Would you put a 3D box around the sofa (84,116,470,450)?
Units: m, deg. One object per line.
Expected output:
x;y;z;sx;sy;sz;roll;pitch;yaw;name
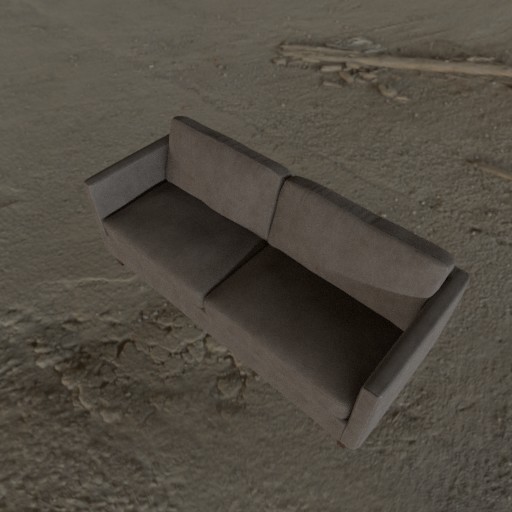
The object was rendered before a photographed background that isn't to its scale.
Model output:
0.000;0.000;2.759;2.208;0.965;0.951;34;56;27;sofa
